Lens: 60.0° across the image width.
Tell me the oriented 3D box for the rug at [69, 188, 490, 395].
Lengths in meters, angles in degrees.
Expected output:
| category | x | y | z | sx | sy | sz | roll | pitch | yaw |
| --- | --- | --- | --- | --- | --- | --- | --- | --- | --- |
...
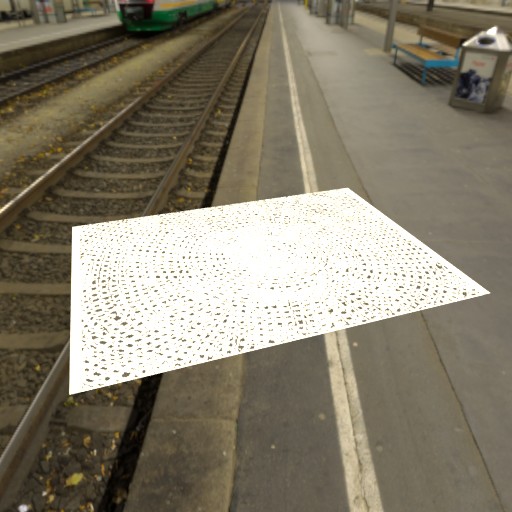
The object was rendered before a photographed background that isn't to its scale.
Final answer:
| category | x | y | z | sx | sy | sz | roll | pitch | yaw |
| --- | --- | --- | --- | --- | --- | --- | --- | --- | --- |
| rug | 0.000 | 0.000 | 2.082 | 1.634 | 0.003 | 1.190 | -10 | 33 | -16 |
